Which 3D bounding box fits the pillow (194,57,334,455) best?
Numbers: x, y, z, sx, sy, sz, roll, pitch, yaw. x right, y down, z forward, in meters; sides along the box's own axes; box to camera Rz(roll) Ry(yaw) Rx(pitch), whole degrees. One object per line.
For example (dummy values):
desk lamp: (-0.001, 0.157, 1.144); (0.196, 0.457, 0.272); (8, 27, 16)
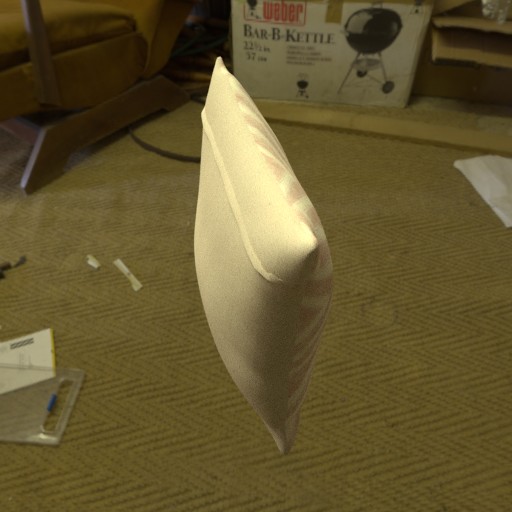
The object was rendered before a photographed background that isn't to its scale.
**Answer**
pillow: (0.000, 0.000, 0.672); (0.182, 0.441, 0.440); (-10, 47, -10)
